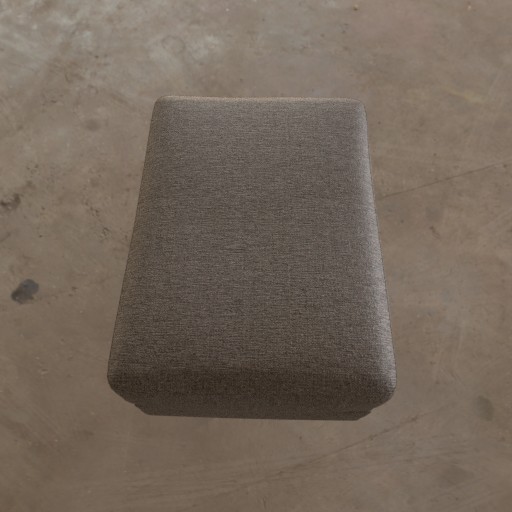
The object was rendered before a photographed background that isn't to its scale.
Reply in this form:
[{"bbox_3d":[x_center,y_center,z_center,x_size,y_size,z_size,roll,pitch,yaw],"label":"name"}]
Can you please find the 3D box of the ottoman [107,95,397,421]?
[{"bbox_3d":[0.000,0.000,1.283,0.637,0.478,0.885,1,63,1],"label":"ottoman"}]
